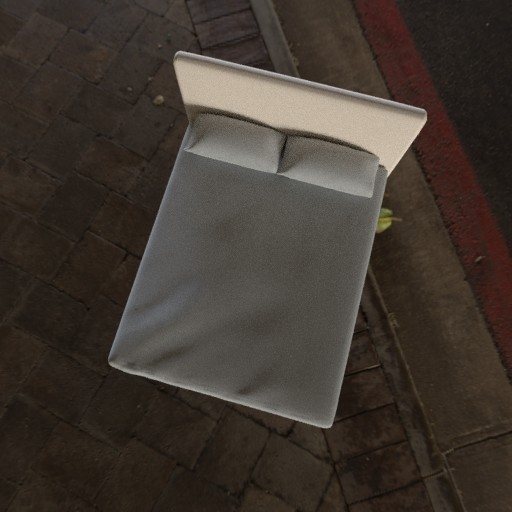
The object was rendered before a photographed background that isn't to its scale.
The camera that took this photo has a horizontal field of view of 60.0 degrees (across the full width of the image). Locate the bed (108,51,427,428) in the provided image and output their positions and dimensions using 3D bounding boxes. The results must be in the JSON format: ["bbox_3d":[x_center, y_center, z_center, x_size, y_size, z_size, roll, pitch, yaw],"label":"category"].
[{"bbox_3d":[0.000,0.000,3.241,1.748,1.330,2.142,15,77,4],"label":"bed"}]
